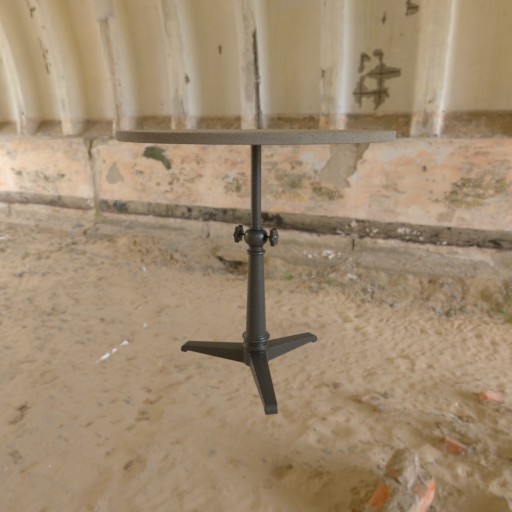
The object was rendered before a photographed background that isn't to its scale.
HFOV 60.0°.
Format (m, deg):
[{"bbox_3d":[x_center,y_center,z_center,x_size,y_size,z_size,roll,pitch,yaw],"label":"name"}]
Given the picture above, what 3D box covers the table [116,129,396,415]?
[{"bbox_3d":[0.000,0.000,1.431,0.800,0.780,0.800,0,16,0],"label":"table"}]
